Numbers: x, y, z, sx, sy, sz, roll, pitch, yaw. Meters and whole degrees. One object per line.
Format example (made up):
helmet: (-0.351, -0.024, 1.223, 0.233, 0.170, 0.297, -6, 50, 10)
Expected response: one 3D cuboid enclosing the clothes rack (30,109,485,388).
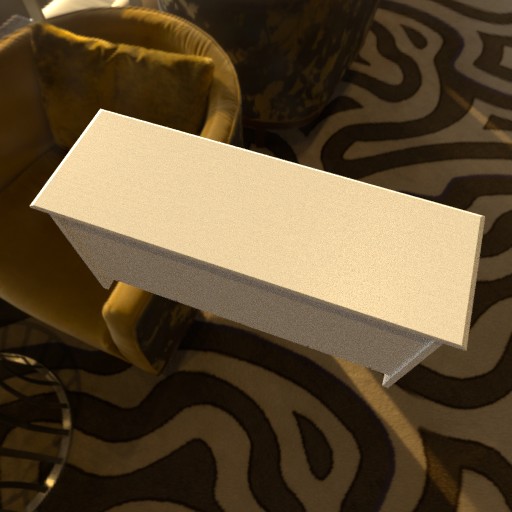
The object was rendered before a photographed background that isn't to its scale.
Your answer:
clothes rack: (0.000, 0.000, 1.480, 1.218, 0.558, 0.405, 18, 63, 9)
